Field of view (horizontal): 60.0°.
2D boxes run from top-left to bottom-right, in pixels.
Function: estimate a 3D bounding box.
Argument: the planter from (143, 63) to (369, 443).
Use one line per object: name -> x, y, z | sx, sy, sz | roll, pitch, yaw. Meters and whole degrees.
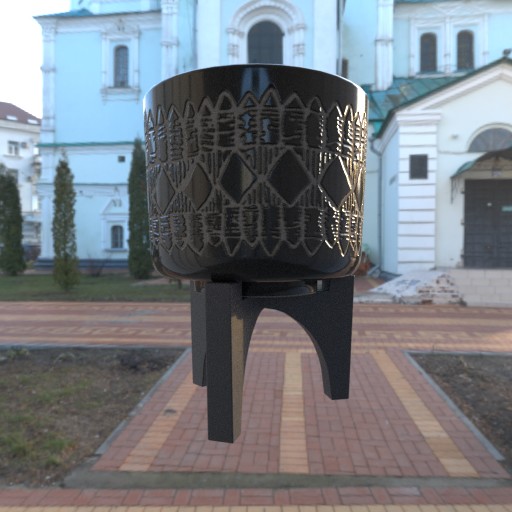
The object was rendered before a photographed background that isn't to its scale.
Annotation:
planter -> 0.000, 0.000, 0.397 | 0.196, 0.264, 0.196 | 0, 1, 17
